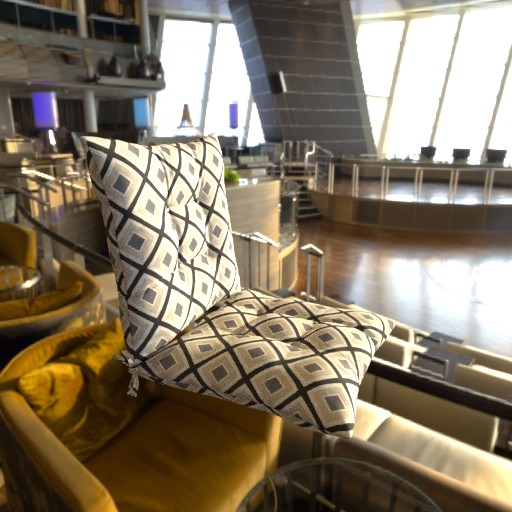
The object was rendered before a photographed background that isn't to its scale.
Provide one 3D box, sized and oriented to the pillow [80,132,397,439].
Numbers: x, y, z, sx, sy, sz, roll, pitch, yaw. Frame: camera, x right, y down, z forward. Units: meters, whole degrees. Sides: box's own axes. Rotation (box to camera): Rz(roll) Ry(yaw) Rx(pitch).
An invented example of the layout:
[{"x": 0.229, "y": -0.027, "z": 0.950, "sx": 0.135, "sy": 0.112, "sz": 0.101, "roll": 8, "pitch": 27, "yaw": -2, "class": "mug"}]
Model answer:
[{"x": 0.000, "y": 0.000, "z": 1.009, "sx": 0.585, "sy": 0.536, "sz": 0.541, "roll": 7, "pitch": 18, "yaw": 24, "class": "pillow"}]
